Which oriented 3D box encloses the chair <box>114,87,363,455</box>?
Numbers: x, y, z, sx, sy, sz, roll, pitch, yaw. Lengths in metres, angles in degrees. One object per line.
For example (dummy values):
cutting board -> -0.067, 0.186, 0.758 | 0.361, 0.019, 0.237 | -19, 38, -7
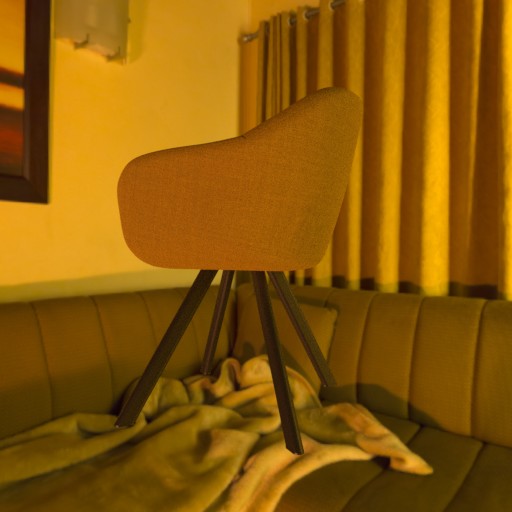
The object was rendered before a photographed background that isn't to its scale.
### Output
chair -> 0.000, 0.000, 1.179 | 0.550, 0.795, 0.590 | 1, 2, 18
